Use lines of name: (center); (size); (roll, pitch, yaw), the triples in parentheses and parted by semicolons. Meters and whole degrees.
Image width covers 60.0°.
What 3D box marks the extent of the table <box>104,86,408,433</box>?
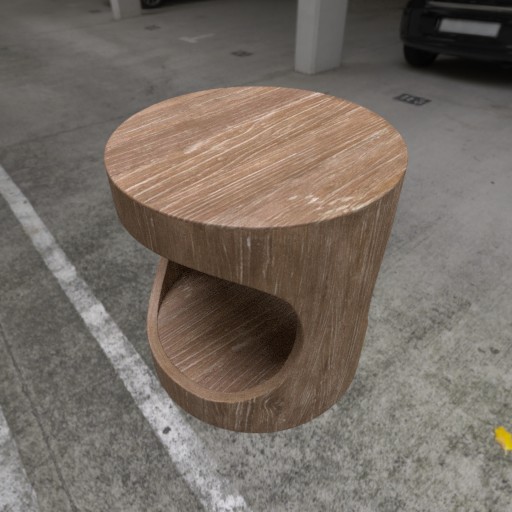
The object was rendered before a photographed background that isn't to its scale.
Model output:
table: (0.000, 0.000, 0.971); (0.527, 0.551, 0.527); (0, 40, 0)
